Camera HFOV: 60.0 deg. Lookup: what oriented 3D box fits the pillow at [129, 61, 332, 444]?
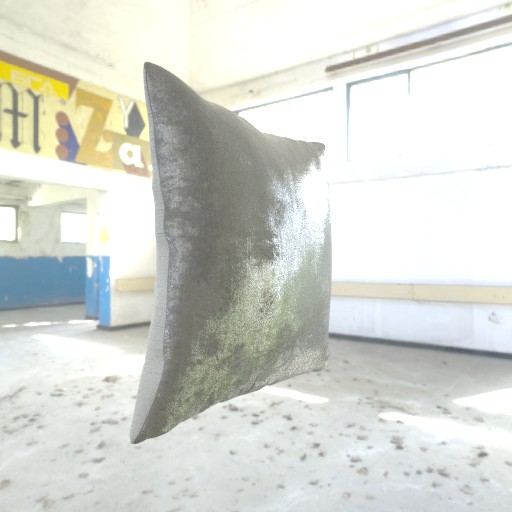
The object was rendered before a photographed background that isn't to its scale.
[{"bbox_3d":[0.000,0.000,0.718,0.175,0.464,0.470,0,0,37],"label":"pillow"}]
